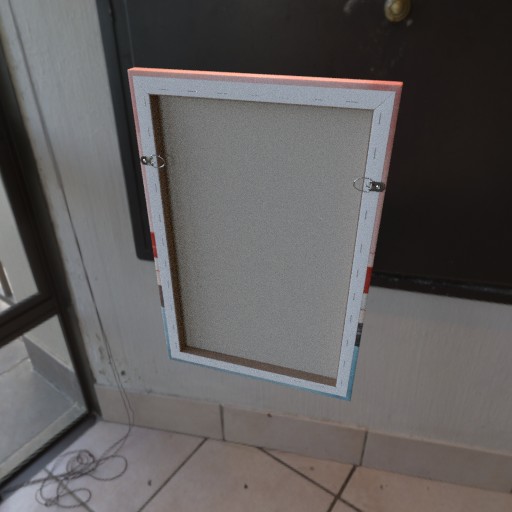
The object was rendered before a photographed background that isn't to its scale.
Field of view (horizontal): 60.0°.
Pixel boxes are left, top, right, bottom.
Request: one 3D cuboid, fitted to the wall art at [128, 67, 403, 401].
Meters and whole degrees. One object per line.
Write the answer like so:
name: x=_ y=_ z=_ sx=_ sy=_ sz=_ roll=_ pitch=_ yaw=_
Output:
wall art: x=0.000 y=0.000 z=1.196 sx=0.610 sy=0.914 sz=0.038 roll=9 pitch=33 yaw=14
